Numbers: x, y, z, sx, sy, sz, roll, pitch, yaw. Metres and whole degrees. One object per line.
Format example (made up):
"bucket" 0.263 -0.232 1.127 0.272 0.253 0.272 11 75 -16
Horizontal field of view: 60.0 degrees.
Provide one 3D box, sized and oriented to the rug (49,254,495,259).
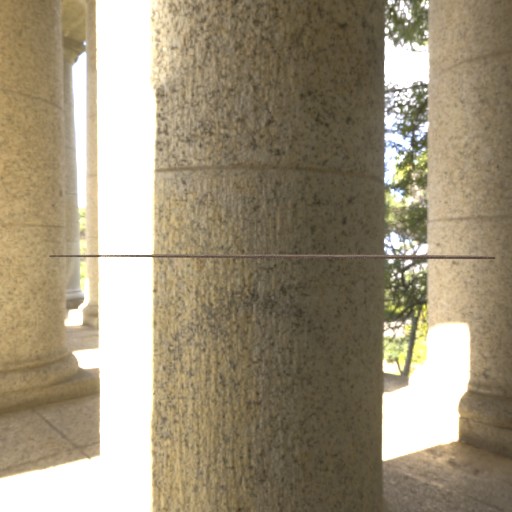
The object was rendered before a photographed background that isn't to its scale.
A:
"rug" 0.000 0.000 2.648 2.437 0.013 0.685 0 1 18
